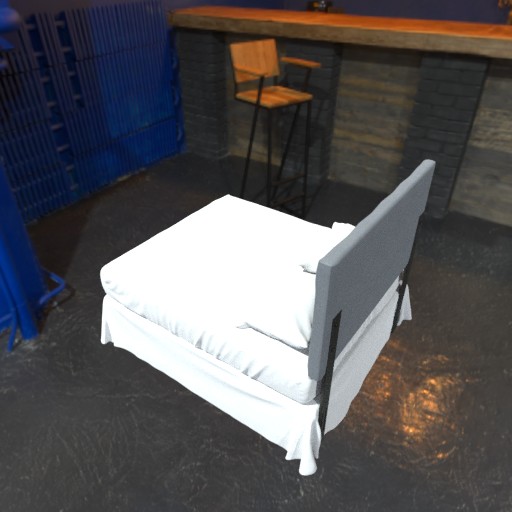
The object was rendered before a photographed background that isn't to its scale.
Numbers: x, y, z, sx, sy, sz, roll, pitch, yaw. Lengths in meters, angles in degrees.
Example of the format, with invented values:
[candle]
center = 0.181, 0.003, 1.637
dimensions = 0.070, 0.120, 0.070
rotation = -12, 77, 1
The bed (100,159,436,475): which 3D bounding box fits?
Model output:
[bed]
center = 0.000, 0.000, 3.582
dimensions = 2.222, 1.577, 1.936
rotation = 22, 40, 29
